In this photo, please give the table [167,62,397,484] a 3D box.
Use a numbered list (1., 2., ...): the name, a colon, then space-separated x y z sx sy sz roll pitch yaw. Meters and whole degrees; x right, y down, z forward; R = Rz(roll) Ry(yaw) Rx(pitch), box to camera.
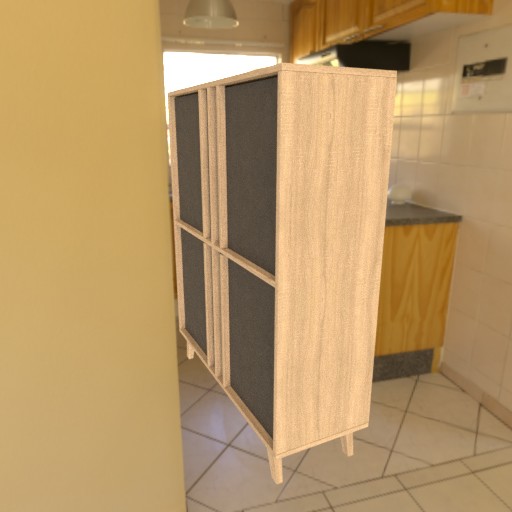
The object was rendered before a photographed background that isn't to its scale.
1. table: 0.000 0.000 1.911 0.398 1.388 1.111 -8 18 -25
